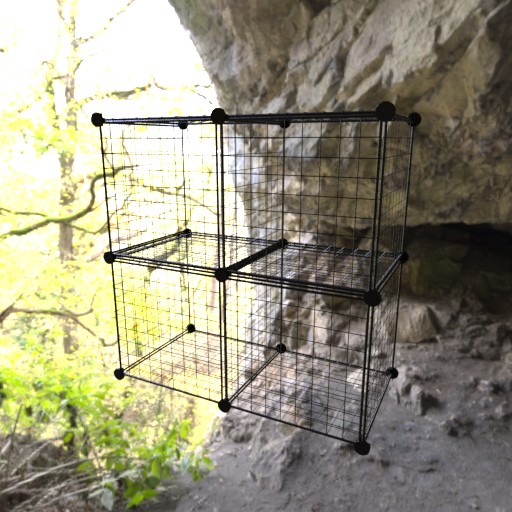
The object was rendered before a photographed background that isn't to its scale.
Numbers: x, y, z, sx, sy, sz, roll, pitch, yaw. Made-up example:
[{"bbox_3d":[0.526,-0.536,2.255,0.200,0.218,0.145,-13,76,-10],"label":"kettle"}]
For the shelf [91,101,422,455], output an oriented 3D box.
[{"bbox_3d":[0.000,0.000,1.151,0.711,0.711,0.356,7,16,26],"label":"shelf"}]
